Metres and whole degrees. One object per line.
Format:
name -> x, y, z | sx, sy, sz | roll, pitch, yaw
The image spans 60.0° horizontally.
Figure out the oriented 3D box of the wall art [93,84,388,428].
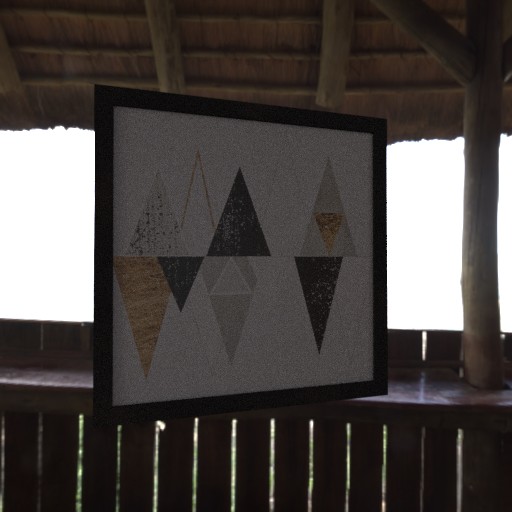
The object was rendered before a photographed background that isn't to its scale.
wall art -> 0.000, 0.000, 1.197 | 0.823, 0.823, 0.013 | 0, -1, -19
